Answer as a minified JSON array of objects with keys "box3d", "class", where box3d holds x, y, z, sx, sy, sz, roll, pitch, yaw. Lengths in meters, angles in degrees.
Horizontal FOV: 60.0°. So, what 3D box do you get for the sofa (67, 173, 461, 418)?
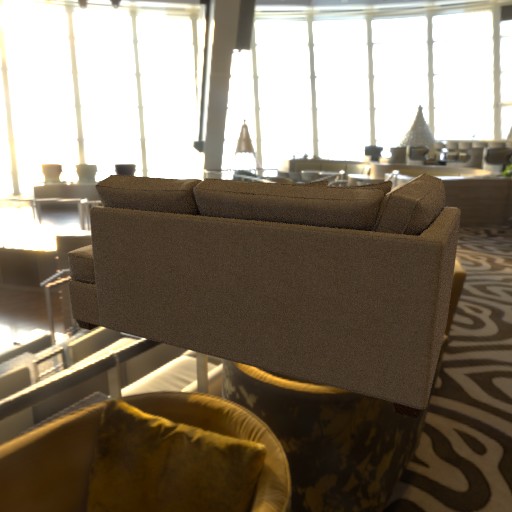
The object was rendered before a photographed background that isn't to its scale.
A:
[{"box3d":[0.000,0.000,2.785,2.238,1.019,1.110,8,16,27],"class":"sofa"}]
